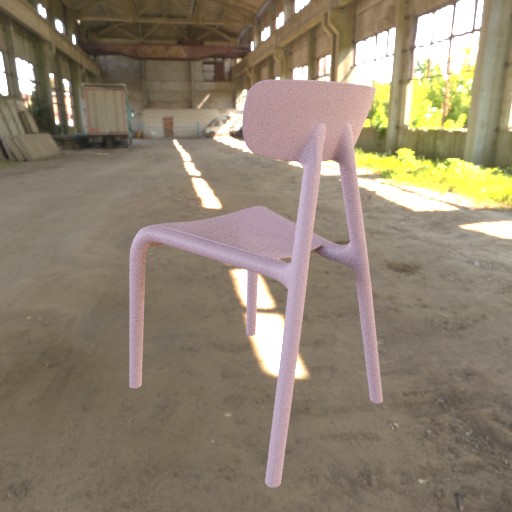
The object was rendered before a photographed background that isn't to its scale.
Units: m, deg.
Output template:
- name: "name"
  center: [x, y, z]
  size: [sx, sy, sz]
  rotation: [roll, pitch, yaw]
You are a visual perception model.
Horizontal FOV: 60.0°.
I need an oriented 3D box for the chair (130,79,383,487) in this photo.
- name: "chair"
  center: [0.000, 0.000, 0.819]
  size: [0.356, 0.580, 0.401]
  rotation: [-16, 23, -42]
